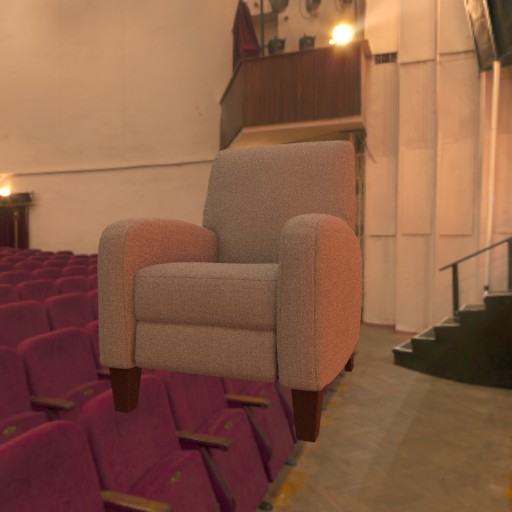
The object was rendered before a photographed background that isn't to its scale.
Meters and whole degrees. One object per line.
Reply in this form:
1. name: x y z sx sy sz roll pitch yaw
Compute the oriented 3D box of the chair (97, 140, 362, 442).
1. chair: 0.000 0.000 1.707 0.762 0.990 0.990 1 2 20
